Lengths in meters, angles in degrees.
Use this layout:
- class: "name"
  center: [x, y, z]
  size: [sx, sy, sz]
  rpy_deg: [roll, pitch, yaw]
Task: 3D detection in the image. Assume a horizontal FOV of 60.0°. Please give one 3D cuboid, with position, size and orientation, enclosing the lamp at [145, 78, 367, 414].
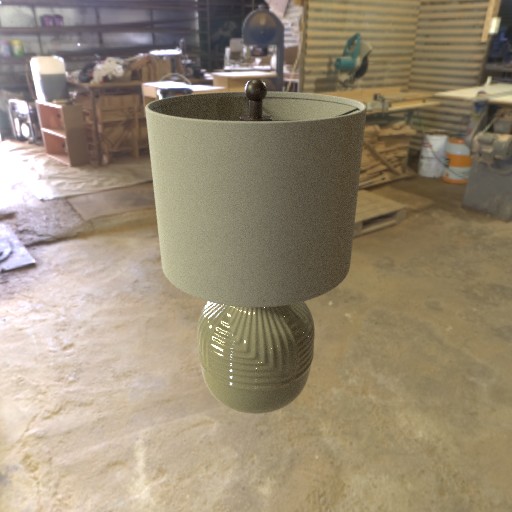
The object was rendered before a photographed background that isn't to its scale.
- class: "lamp"
  center: [0.000, 0.000, 0.761]
  size: [0.318, 0.567, 0.318]
  rpy_deg: [0, 26, 0]
